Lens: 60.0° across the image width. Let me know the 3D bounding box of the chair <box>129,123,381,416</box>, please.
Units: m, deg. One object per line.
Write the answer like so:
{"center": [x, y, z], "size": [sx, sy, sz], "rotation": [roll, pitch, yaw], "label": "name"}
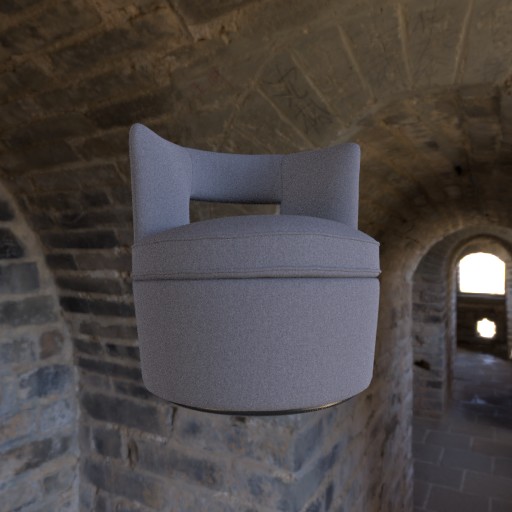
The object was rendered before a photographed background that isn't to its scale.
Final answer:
{"center": [0.000, 0.000, 1.250], "size": [0.689, 0.719, 0.660], "rotation": [0, -1, -17], "label": "chair"}
